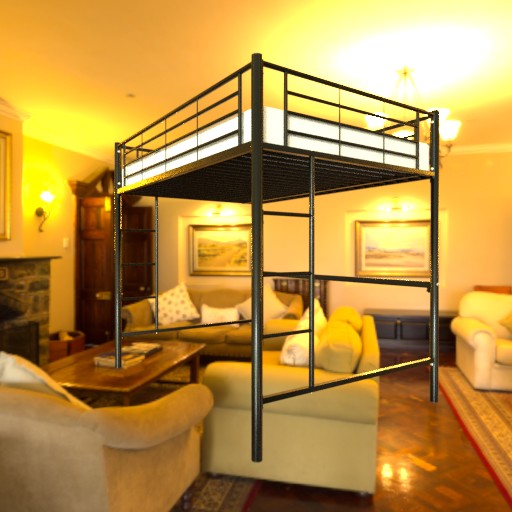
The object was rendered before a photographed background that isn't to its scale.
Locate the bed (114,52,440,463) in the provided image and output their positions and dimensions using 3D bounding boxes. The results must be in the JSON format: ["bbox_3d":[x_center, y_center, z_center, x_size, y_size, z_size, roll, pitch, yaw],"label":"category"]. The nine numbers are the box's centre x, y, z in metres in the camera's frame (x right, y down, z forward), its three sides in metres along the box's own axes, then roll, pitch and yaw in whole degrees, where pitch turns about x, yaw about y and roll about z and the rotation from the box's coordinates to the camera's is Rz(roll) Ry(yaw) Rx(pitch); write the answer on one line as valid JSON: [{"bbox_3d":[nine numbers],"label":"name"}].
[{"bbox_3d":[0.000,0.000,3.152,1.397,1.803,1.994,0,1,-35],"label":"bed"}]
